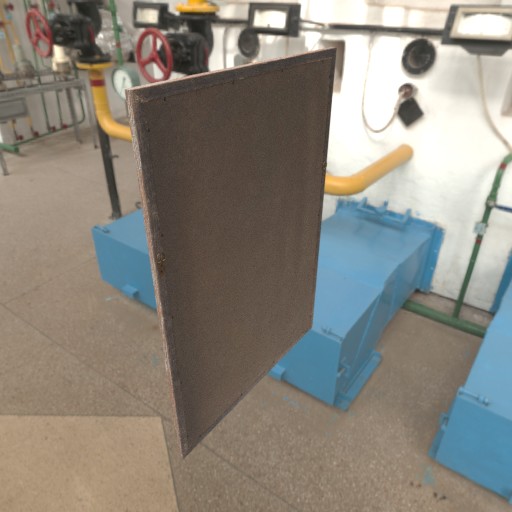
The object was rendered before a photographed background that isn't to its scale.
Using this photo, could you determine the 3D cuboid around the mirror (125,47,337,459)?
[{"bbox_3d":[0.000,0.000,1.235,0.025,0.996,0.705,22,38,31],"label":"mirror"}]
